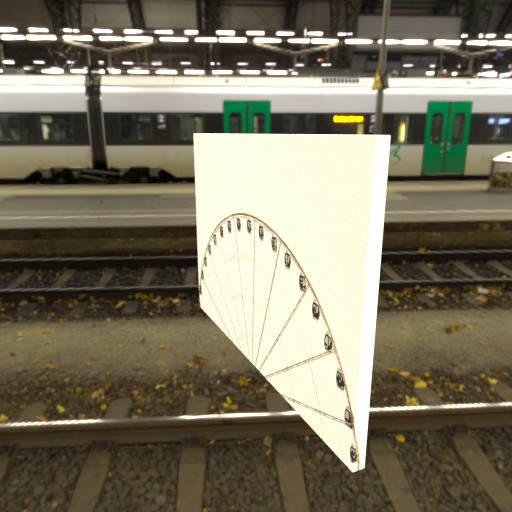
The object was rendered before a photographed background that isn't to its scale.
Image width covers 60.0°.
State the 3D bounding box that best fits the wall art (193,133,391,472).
[{"bbox_3d":[0.000,0.000,1.446,0.038,0.767,1.144,-7,17,-24],"label":"wall art"}]
